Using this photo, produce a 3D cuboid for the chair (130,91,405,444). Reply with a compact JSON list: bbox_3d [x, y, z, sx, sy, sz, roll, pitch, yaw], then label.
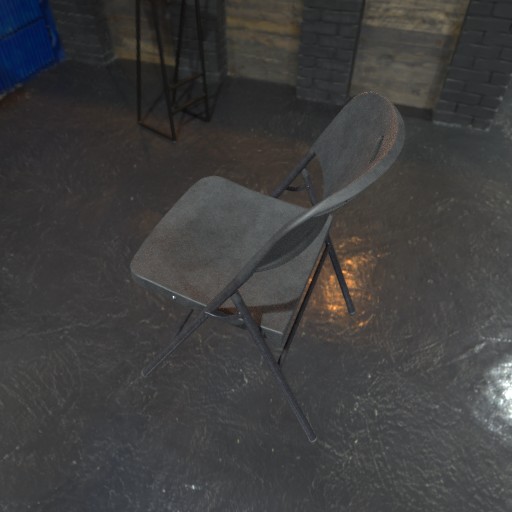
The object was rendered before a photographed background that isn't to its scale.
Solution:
[{"bbox_3d":[0.000,0.000,1.147,0.566,0.810,0.494,16,48,15],"label":"chair"}]
